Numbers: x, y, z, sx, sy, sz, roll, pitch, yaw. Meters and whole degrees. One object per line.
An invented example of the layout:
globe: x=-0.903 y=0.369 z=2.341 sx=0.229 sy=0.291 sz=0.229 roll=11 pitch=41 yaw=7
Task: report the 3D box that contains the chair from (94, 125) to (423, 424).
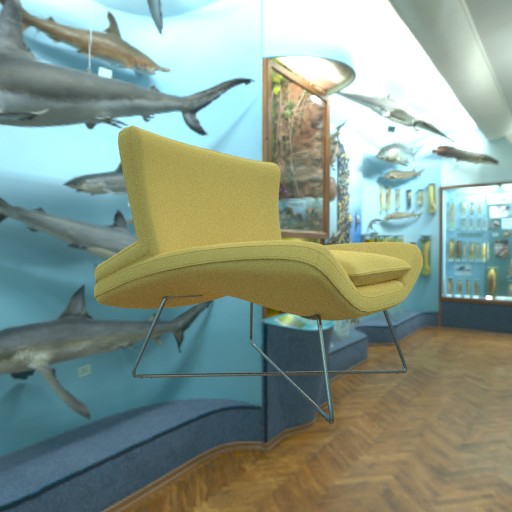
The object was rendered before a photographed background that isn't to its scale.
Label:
chair: x=0.000 y=0.000 z=1.648 sx=1.008 sy=0.855 sz=0.859 roll=1 pitch=2 yaw=37
